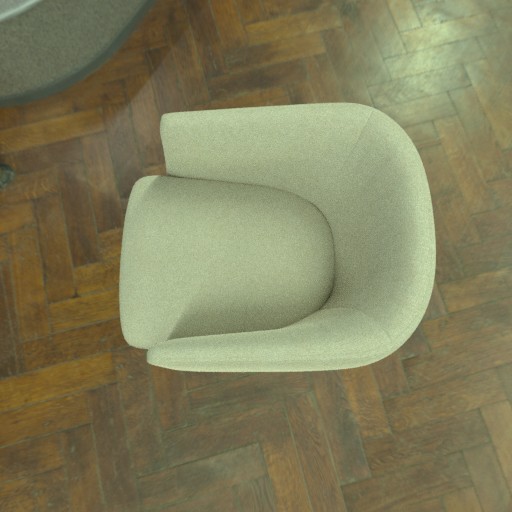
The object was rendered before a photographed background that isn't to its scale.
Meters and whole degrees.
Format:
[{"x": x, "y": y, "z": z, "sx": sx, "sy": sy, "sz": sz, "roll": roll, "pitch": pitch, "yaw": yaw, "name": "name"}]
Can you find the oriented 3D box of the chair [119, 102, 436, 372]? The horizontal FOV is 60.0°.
[{"x": 0.000, "y": 0.000, "z": 1.624, "sx": 0.986, "sy": 0.861, "sz": 0.822, "roll": 0, "pitch": 75, "yaw": 0, "name": "chair"}]
